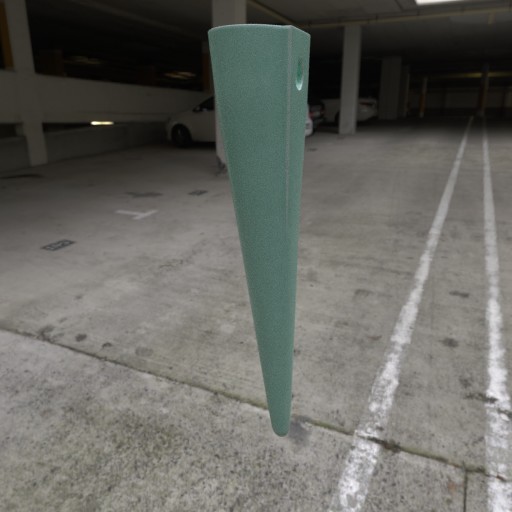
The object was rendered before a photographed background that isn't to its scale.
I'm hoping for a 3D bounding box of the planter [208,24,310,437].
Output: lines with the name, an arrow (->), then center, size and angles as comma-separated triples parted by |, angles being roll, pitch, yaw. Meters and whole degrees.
planter -> 0.000, 0.000, 0.293 | 0.055, 0.268, 0.054 | 8, 19, 24
